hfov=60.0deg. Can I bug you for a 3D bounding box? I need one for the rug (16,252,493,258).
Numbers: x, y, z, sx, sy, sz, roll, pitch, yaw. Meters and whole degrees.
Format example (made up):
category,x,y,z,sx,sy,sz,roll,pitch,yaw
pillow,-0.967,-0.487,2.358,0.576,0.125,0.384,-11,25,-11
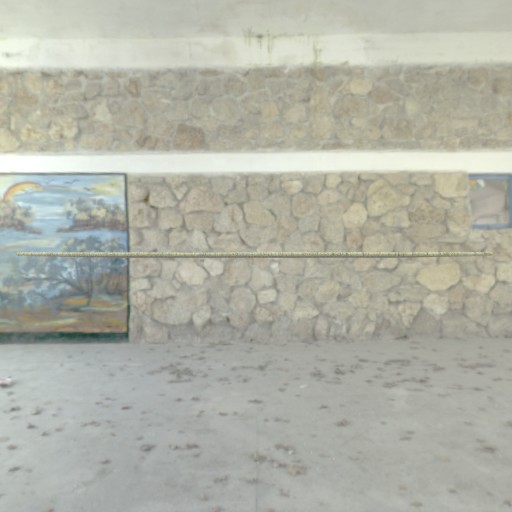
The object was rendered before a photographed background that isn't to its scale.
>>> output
category,x,y,z,sx,sy,sz,roll,pitch,yaw
rug,0.000,0.000,2.323,1.846,0.014,1.243,0,-1,1
